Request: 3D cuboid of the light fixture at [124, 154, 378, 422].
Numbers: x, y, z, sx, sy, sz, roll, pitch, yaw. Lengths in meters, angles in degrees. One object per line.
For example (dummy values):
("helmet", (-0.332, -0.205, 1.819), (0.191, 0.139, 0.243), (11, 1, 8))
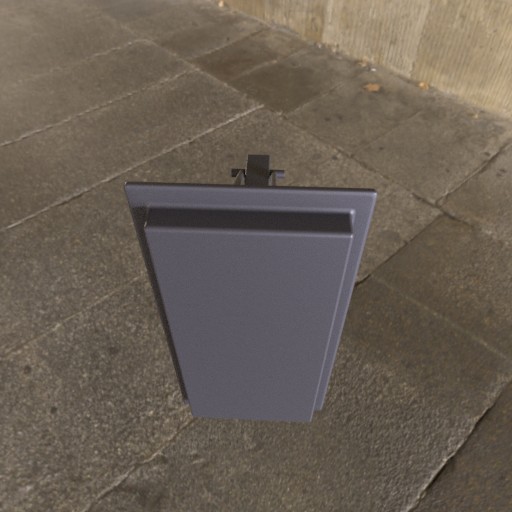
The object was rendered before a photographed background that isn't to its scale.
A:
("light fixture", (0.000, 0.000, 0.419), (0.170, 0.298, 0.207), (2, 48, 2))
